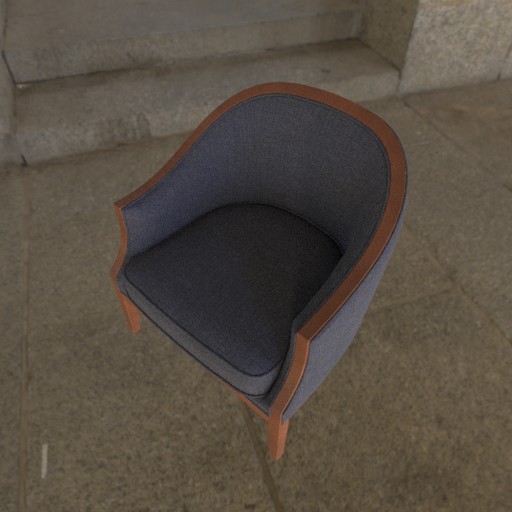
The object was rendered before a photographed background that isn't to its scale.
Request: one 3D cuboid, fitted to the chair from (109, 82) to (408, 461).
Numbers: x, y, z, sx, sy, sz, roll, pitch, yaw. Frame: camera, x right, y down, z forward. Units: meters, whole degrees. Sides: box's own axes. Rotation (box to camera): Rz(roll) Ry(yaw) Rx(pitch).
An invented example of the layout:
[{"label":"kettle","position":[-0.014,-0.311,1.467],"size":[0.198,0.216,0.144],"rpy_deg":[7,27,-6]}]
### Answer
[{"label":"chair","position":[0.000,0.000,1.475],"size":[0.803,0.876,0.735],"rpy_deg":[32,54,28]}]
